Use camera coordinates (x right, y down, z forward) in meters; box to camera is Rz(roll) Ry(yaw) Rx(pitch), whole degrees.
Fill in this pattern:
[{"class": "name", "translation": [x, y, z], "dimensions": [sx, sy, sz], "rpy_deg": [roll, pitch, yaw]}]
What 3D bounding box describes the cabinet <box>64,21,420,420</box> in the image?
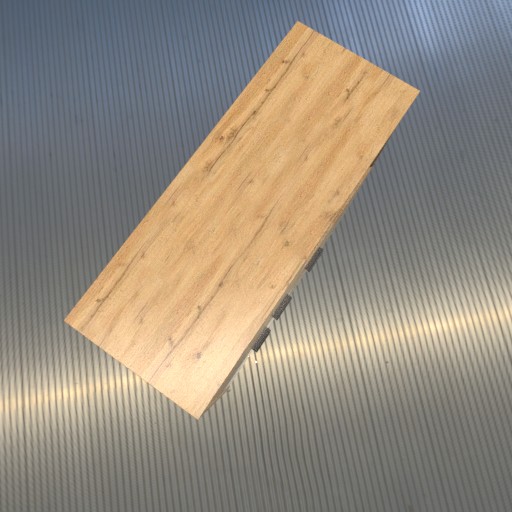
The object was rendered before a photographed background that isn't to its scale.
[{"class": "cabinet", "translation": [0.000, 0.000, 1.969], "dimensions": [0.473, 1.397, 1.168], "rpy_deg": [34, 79, 8]}]
